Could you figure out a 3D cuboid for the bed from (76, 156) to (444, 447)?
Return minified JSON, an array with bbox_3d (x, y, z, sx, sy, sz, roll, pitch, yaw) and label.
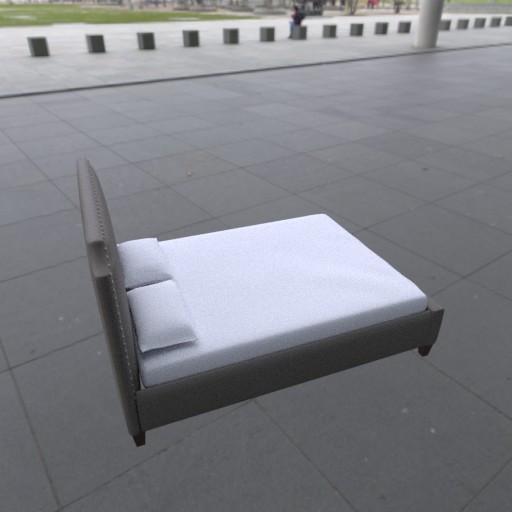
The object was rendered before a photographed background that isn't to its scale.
[{"bbox_3d":[0.000,0.000,3.455,2.372,1.443,1.712,-11,32,-18],"label":"bed"}]
